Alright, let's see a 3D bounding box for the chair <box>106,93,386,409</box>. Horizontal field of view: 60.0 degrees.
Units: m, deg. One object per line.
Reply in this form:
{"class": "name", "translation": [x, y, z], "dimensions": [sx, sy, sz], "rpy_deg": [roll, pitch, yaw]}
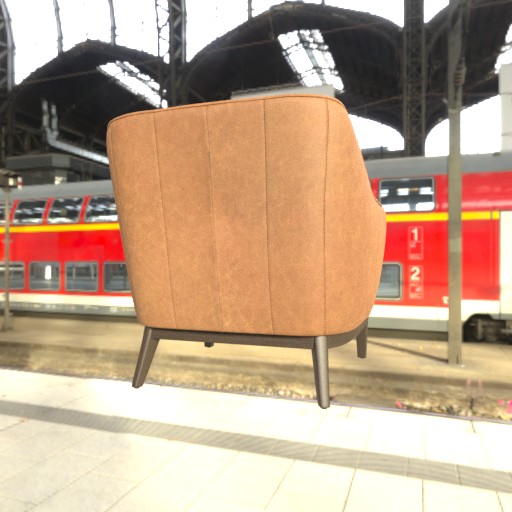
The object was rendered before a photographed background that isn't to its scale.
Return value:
{"class": "chair", "translation": [0.000, 0.000, 1.583], "dimensions": [0.871, 0.830, 0.852], "rpy_deg": [0, 0, 18]}
